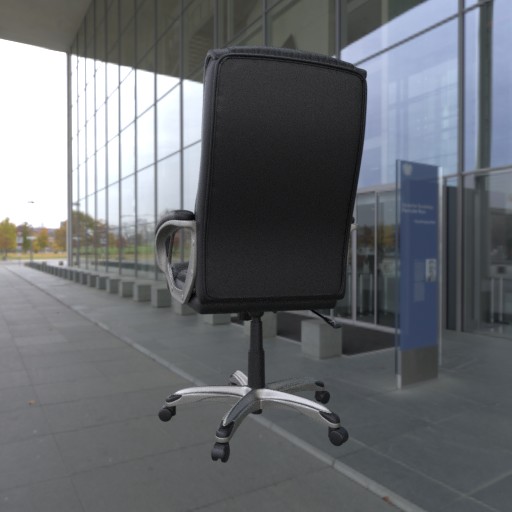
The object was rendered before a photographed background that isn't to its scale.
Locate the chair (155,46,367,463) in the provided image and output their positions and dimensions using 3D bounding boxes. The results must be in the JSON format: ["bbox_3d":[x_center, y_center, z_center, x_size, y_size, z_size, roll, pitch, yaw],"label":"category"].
[{"bbox_3d":[0.000,0.000,1.554,0.663,1.155,0.739,0,1,-17],"label":"chair"}]
